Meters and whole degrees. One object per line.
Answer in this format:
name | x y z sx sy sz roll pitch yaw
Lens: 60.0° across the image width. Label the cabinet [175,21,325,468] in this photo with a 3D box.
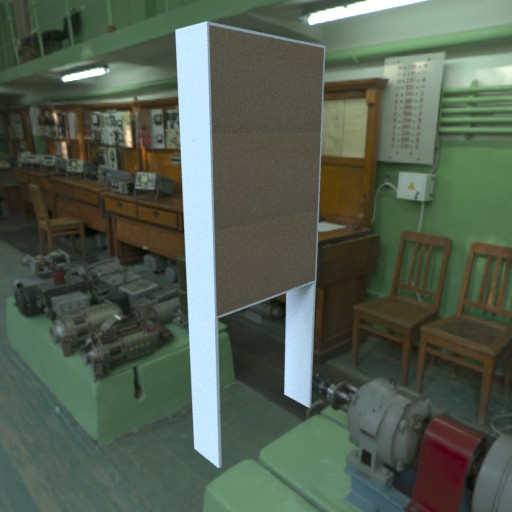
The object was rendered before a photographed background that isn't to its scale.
cabinet | 0.000 0.000 1.981 0.643 1.770 0.192 -15 22 -42
